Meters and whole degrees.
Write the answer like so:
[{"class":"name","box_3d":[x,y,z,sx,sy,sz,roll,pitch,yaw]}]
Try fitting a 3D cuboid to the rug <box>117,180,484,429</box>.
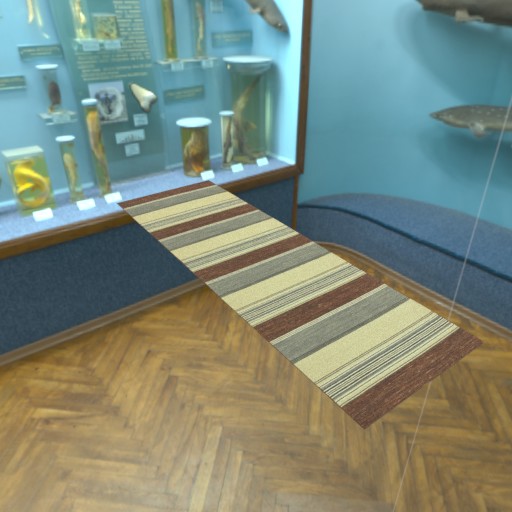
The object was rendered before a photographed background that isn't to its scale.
[{"class":"rug","box_3d":[0.000,0.000,2.653,0.792,0.006,2.437,-21,37,-30]}]
